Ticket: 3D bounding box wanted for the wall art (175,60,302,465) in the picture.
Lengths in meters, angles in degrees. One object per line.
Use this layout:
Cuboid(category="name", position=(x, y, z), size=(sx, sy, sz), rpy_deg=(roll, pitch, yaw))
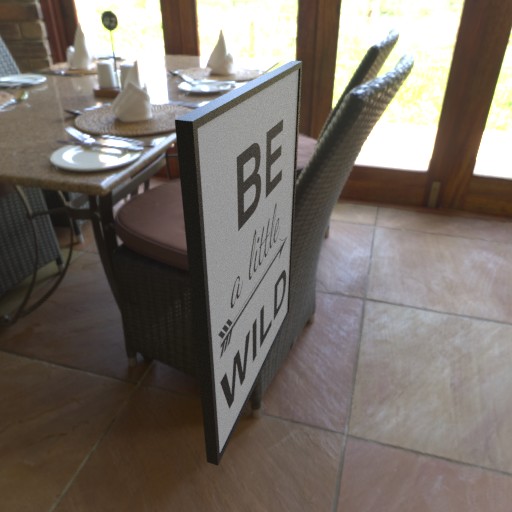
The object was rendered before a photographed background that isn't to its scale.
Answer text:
Cuboid(category="wall art", position=(0.000, 0.000, 1.433), size=(0.038, 1.062, 0.806), rpy_deg=(11, 33, 17))
